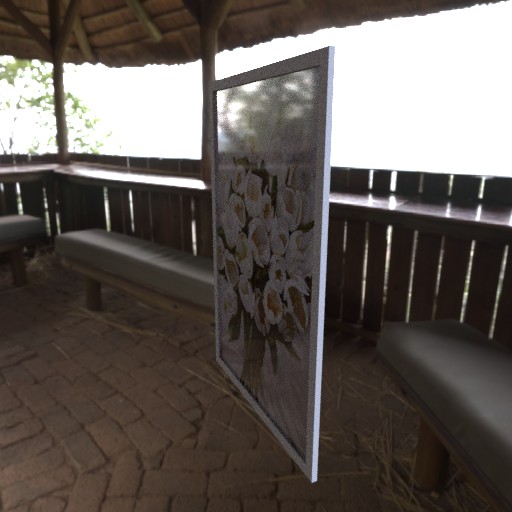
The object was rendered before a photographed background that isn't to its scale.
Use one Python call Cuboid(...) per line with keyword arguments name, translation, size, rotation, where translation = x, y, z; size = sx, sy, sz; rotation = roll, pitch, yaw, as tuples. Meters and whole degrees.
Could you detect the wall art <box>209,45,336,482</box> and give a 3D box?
Cuboid(name="wall art", translation=(0.000, 0.000, 1.229), size=(0.015, 0.965, 0.660), rotation=(-7, 17, -24))
